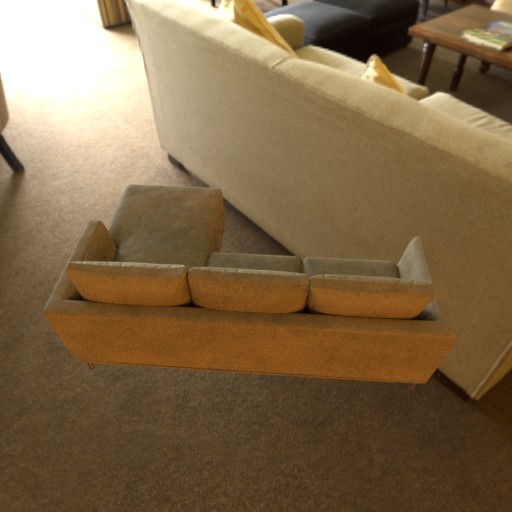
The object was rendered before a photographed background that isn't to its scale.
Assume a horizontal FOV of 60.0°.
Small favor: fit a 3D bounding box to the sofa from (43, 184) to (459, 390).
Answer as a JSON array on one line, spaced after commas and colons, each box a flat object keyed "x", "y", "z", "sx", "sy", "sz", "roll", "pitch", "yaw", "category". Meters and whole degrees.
[{"x": 0.000, "y": 0.000, "z": 3.307, "sx": 2.438, "sy": 0.987, "sz": 1.622, "roll": 3, "pitch": 46, "yaw": 3, "category": "sofa"}]
